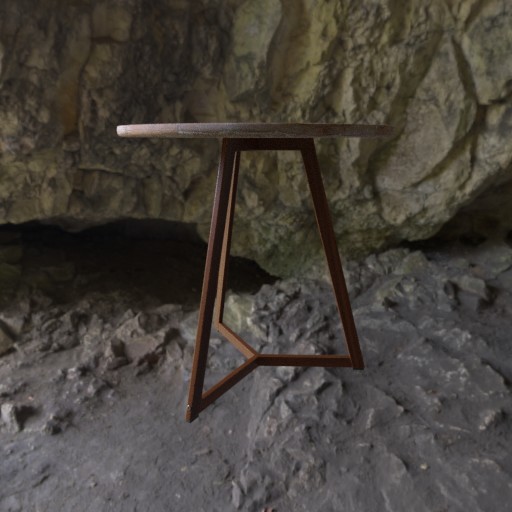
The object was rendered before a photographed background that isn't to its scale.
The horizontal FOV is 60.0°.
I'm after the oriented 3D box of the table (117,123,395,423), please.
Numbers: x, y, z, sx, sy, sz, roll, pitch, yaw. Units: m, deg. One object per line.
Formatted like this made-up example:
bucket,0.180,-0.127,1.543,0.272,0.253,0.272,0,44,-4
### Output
table,0.000,0.000,0.896,0.500,0.500,0.500,0,15,0
